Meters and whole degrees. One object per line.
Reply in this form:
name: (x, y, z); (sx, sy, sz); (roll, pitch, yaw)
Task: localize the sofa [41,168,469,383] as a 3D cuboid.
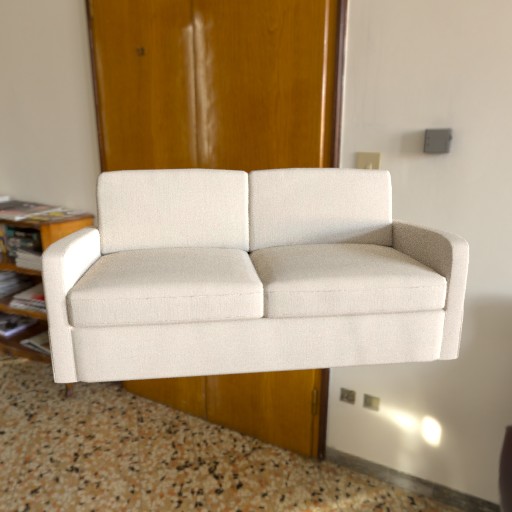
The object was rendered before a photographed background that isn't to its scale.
sofa: (0.000, 0.000, 2.245); (1.808, 0.831, 0.894); (-2, 15, -6)
